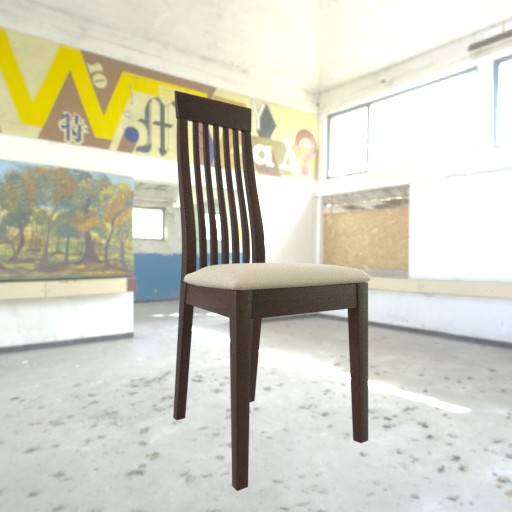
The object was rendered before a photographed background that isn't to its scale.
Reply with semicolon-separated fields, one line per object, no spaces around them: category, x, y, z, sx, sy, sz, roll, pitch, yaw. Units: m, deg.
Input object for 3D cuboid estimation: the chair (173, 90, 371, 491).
chair;0.000;0.000;1.282;0.460;1.027;0.474;0;0;-37
